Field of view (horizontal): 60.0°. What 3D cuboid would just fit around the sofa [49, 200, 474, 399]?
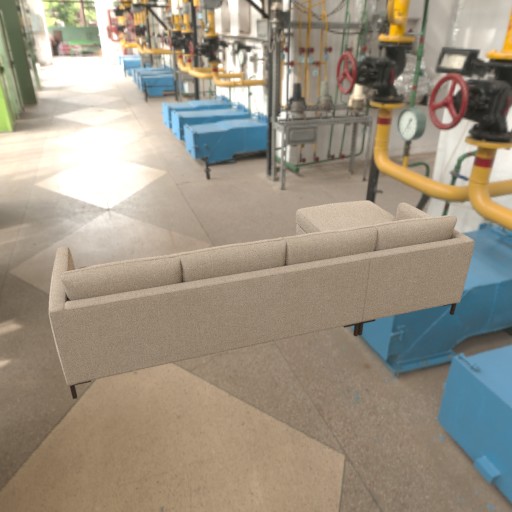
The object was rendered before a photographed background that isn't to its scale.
[{"bbox_3d":[0.000,0.000,3.511,2.923,0.816,1.469,-9,28,-16],"label":"sofa"}]
